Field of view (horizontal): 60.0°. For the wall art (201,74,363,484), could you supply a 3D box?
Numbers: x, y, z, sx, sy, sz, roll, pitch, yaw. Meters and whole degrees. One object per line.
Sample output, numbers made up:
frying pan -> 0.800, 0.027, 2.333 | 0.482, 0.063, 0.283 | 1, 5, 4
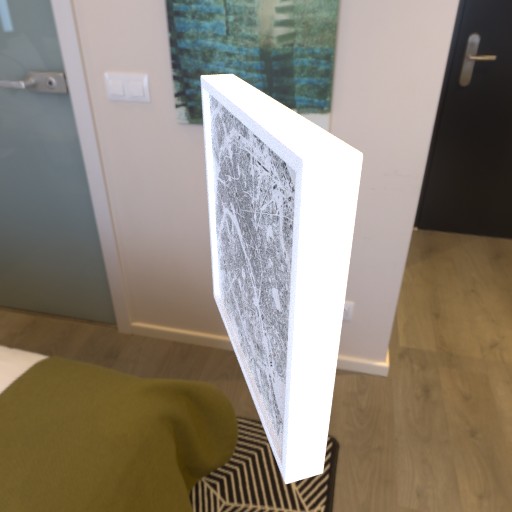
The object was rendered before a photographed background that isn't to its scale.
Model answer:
wall art -> 0.000, 0.000, 0.454 | 0.038, 0.305, 0.305 | -9, 32, -15
